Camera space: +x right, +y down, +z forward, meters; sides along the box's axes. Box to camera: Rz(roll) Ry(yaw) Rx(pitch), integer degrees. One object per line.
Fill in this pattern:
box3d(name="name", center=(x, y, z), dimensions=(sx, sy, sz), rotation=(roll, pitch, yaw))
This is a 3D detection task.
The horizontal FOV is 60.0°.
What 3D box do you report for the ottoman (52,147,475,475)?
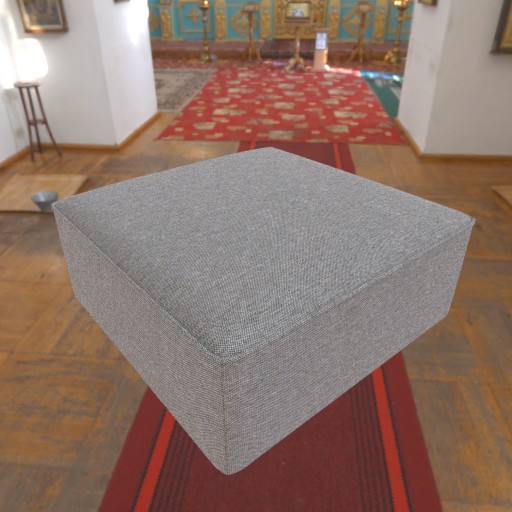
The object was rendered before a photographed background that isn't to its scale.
box3d(name="ottoman", center=(0.000, 0.000, 1.529), dimensions=(1.005, 0.455, 1.005), rotation=(-23, 38, -33))
